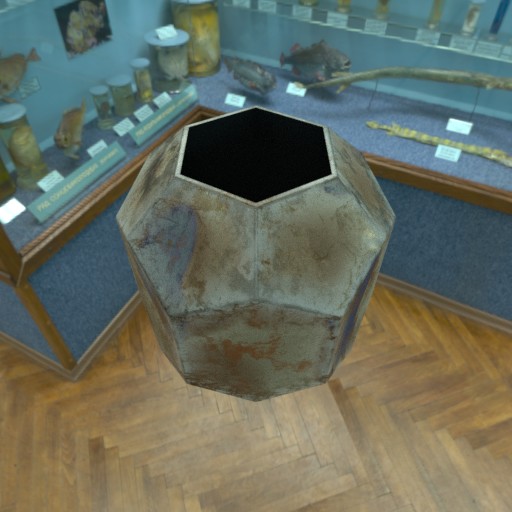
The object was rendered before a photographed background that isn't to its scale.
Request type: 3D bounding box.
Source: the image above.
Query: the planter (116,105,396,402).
[{"bbox_3d":[0.000,0.000,0.422,0.221,0.238,0.243,23,51,20],"label":"planter"}]
